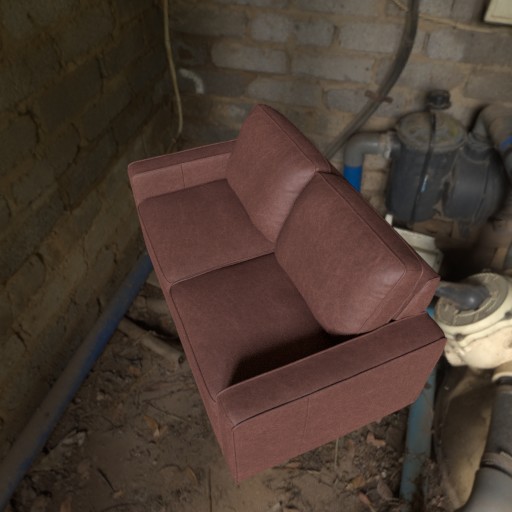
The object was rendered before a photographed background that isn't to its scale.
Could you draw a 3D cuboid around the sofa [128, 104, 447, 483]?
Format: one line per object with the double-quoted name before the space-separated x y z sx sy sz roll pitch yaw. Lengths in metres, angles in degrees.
"sofa" 0.000 0.000 2.241 0.947 0.918 1.709 -17 48 -16
